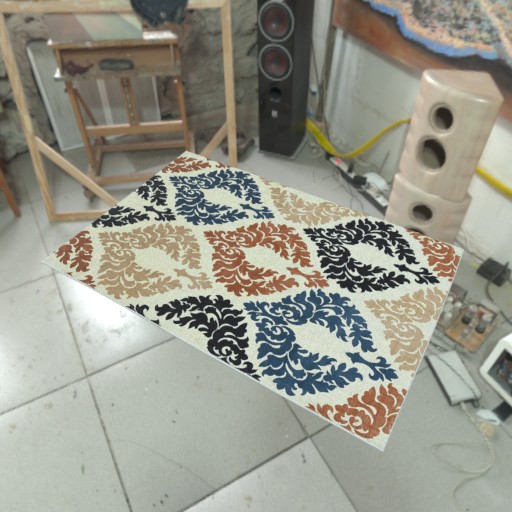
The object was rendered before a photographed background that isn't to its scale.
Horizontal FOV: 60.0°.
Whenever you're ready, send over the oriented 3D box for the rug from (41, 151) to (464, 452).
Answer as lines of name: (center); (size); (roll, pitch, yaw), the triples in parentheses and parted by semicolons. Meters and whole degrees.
rug: (0.000, 0.000, 2.846); (2.275, 0.014, 1.514); (23, 50, 21)
